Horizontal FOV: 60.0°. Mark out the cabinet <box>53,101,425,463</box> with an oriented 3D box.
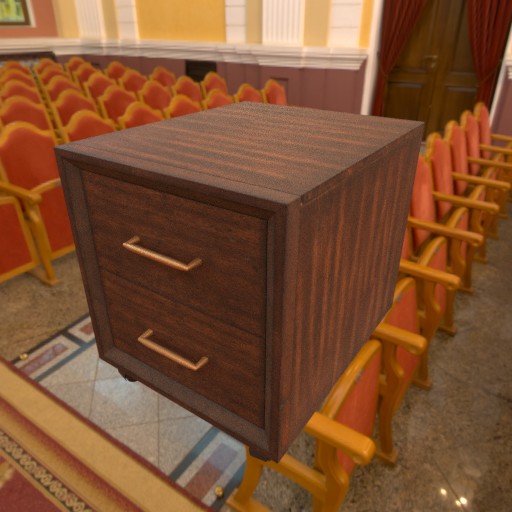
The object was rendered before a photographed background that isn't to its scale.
[{"bbox_3d":[0.000,0.000,0.833,0.402,0.455,0.500,18,33,30],"label":"cabinet"}]
